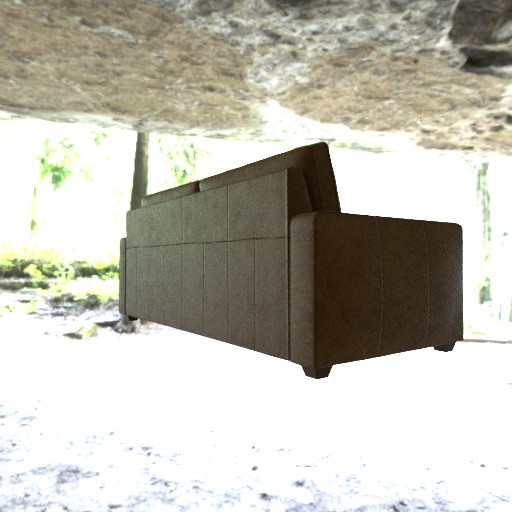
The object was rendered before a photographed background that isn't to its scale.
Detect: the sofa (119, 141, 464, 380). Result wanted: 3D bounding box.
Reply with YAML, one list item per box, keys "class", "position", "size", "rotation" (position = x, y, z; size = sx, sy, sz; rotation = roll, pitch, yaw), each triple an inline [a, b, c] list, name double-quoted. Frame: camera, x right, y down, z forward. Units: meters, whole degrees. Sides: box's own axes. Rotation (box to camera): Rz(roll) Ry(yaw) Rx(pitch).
- class: "sofa"
  position: [0.000, 0.000, 2.696]
  size: [0.991, 0.928, 2.156]
  rotation: [1, -1, -36]
